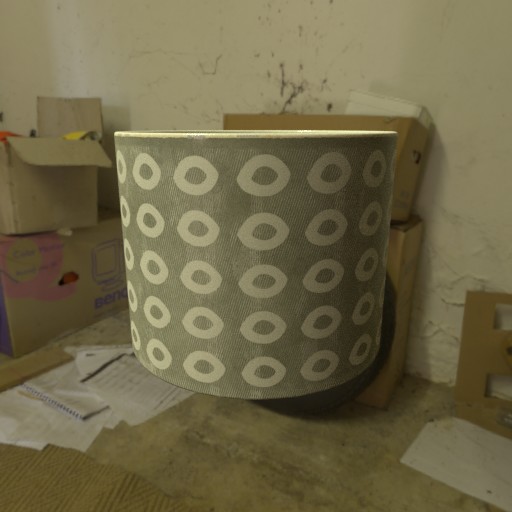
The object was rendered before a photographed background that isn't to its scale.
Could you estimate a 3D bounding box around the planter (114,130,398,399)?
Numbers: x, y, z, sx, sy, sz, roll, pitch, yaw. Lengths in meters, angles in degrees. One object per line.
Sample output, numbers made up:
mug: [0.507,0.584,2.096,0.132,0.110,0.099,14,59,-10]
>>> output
planter: [0.000,0.000,0.335,0.190,0.181,0.190,0,16,0]
